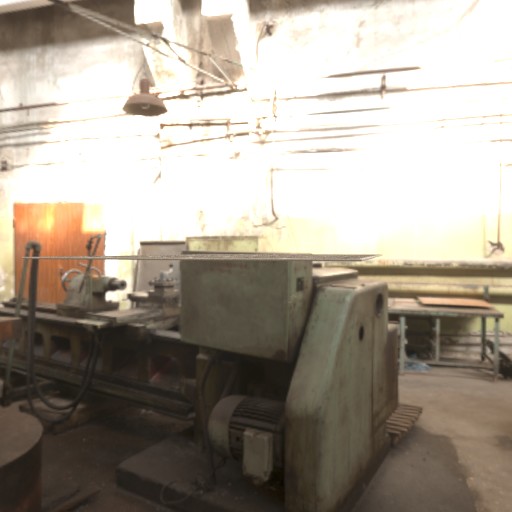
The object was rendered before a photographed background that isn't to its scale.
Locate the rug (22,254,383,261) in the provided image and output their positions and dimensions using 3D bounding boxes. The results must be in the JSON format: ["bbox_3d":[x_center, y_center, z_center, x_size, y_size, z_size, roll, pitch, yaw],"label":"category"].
[{"bbox_3d":[0.000,0.000,2.863,1.522,0.008,2.284,0,1,18],"label":"rug"}]
